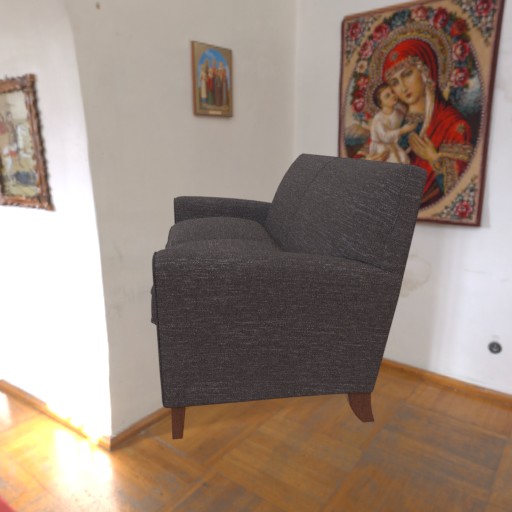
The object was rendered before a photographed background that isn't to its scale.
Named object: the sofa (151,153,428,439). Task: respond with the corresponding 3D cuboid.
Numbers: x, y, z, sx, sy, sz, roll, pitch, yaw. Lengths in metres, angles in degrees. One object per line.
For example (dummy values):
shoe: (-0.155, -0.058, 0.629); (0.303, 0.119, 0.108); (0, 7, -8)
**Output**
sofa: (0.000, 0.000, 2.084); (0.867, 0.905, 1.509); (-2, 14, -7)
